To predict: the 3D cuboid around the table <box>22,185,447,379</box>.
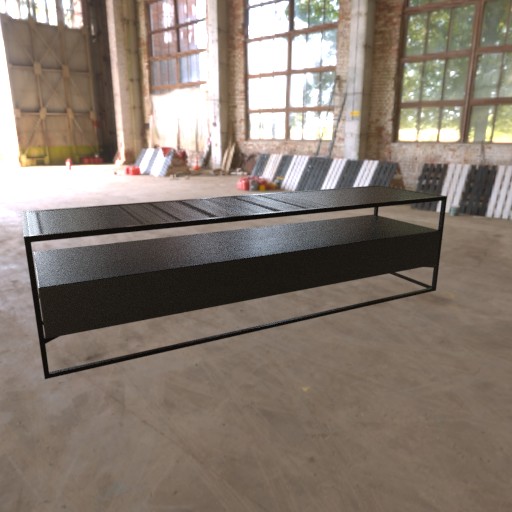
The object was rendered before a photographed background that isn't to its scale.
[{"bbox_3d":[0.000,0.000,1.637,1.486,0.395,0.399,-8,18,-26],"label":"table"}]
